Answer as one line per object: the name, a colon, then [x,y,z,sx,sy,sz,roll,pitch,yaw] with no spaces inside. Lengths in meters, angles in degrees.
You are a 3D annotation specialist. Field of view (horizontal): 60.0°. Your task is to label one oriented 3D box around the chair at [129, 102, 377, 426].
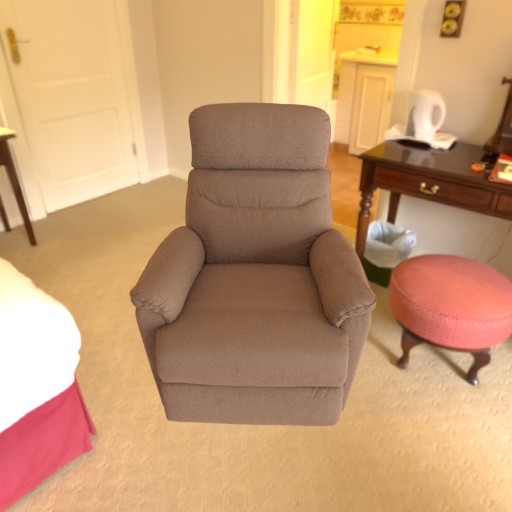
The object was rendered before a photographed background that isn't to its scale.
chair: [0.000,0.000,1.805,0.820,1.037,1.004,1,30,2]
